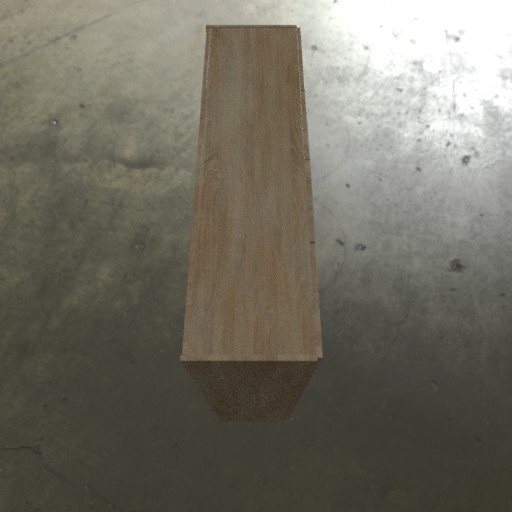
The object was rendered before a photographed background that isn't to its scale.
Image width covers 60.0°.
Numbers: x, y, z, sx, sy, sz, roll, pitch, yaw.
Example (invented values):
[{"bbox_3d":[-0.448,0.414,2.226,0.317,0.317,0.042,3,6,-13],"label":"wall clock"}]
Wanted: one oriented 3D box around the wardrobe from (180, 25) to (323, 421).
[{"bbox_3d":[0.000,0.000,3.159,0.598,2.159,1.998,0,64,0],"label":"wardrobe"}]
